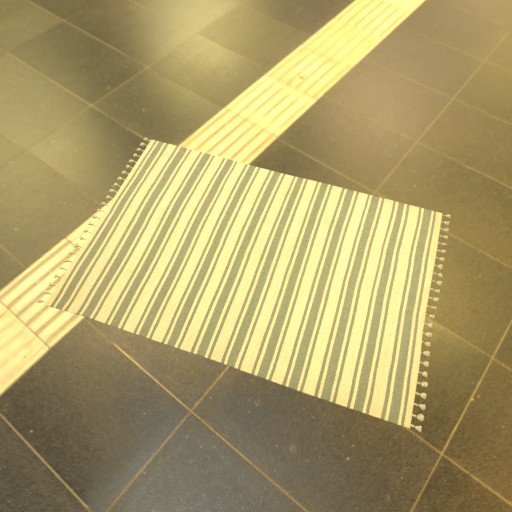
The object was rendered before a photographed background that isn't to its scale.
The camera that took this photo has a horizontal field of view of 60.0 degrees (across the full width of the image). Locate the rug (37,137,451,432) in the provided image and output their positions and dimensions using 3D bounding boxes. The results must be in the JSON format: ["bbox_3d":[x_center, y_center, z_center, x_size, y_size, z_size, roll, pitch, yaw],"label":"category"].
[{"bbox_3d":[0.000,0.000,2.968,2.410,0.011,1.539,16,60,10],"label":"rug"}]
